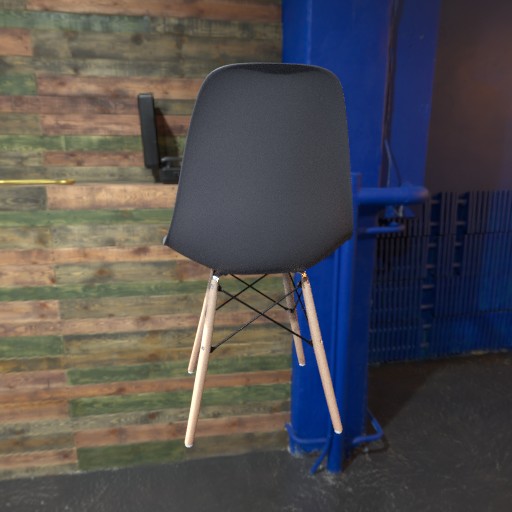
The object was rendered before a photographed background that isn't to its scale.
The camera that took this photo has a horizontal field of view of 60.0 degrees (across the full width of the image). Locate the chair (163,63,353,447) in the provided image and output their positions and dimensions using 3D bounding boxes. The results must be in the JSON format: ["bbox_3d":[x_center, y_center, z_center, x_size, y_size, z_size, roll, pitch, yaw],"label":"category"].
[{"bbox_3d":[0.000,0.000,1.133,0.470,0.826,0.533,-2,14,-8],"label":"chair"}]
